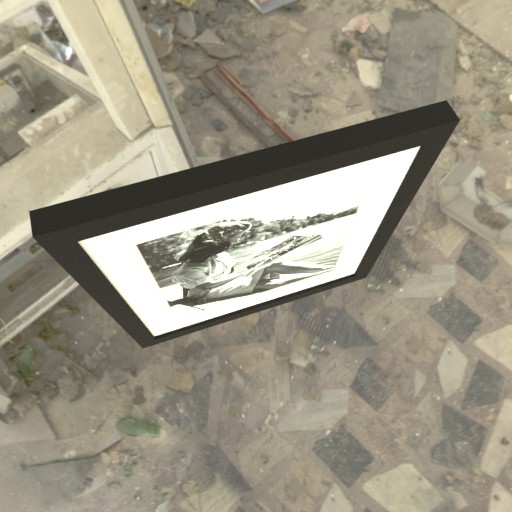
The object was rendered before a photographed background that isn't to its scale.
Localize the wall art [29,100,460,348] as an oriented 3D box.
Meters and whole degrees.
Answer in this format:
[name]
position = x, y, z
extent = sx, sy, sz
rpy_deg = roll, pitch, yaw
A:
[wall art]
position = 0.000, 0.000, 0.670
extent = 0.462, 0.458, 0.030
rpy_deg = -17, 66, -8
